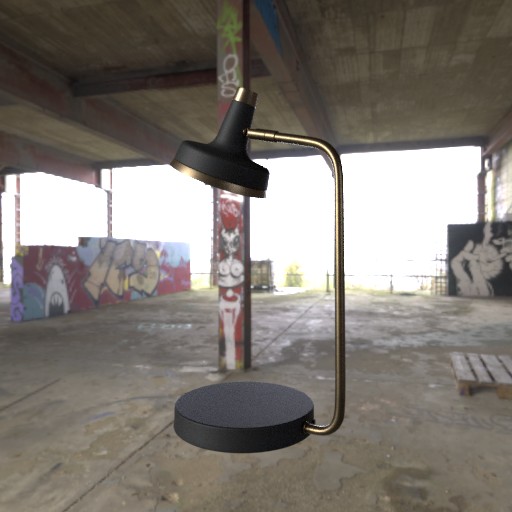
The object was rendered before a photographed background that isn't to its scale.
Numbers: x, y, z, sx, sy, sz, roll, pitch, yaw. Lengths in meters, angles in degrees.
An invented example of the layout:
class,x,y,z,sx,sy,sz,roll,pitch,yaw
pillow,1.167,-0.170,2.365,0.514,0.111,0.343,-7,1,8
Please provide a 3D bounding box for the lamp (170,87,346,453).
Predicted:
class,x,y,z,sx,sy,sz,roll,pitch,yaw
lamp,0.000,0.000,0.501,0.218,0.385,0.162,0,1,36
